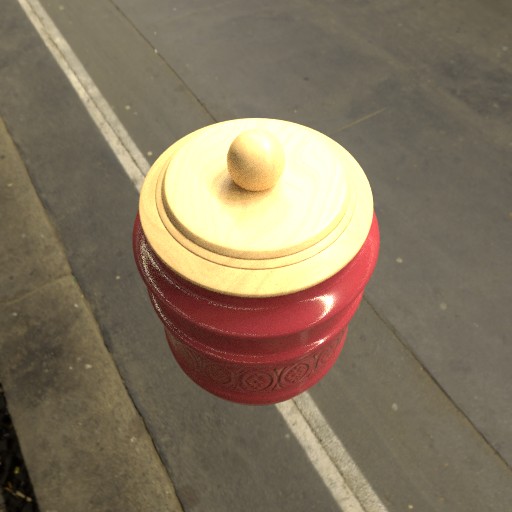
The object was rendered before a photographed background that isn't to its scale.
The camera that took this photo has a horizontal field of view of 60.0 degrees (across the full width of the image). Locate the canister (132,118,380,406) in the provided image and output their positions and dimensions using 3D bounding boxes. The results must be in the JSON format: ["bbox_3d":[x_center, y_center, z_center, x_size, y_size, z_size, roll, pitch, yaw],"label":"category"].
[{"bbox_3d":[0.000,0.000,0.259,0.130,0.176,0.130,0,56,0],"label":"canister"}]
